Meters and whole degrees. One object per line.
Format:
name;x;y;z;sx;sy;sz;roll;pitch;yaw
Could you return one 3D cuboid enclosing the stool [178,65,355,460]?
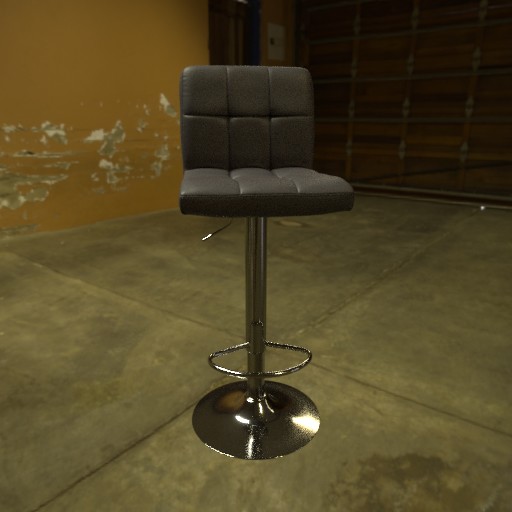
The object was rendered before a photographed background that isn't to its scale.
stool;0.000;0.000;1.331;0.430;1.115;0.505;-2;16;-7
